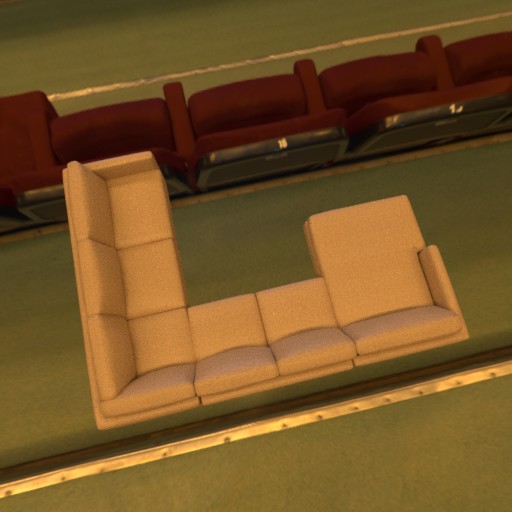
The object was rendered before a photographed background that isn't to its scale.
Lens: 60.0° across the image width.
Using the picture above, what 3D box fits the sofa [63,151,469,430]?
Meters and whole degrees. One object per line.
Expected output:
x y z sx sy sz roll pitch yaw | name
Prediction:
0.000 0.000 4.503 3.460 0.961 2.594 -13 75 -3 | sofa
